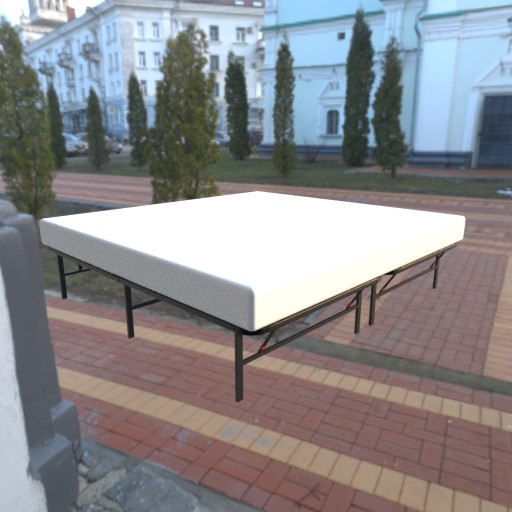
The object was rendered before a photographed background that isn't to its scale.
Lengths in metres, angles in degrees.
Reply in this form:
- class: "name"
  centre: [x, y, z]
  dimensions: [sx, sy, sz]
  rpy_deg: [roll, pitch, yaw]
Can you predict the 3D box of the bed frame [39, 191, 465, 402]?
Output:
- class: "bed frame"
  centre: [0.000, 0.000, 2.961]
  dimensions: [1.935, 0.525, 2.033]
  rpy_deg: [14, 21, 42]
